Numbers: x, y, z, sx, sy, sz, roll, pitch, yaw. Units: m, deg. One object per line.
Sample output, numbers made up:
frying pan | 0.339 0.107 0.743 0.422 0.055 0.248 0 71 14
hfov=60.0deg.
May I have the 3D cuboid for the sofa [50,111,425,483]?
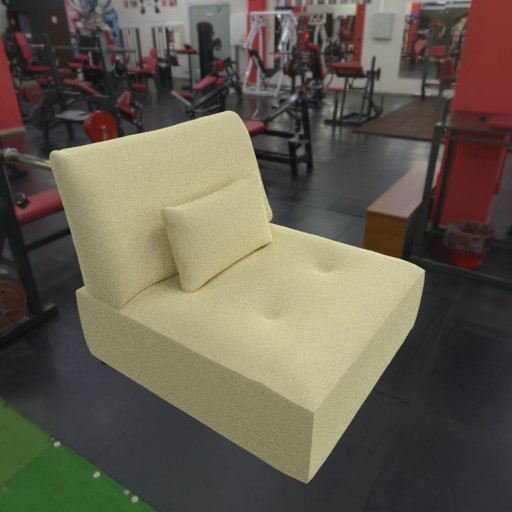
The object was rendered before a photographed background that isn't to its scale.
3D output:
sofa | 0.000 0.000 1.626 1.000 0.820 0.930 18 33 31
